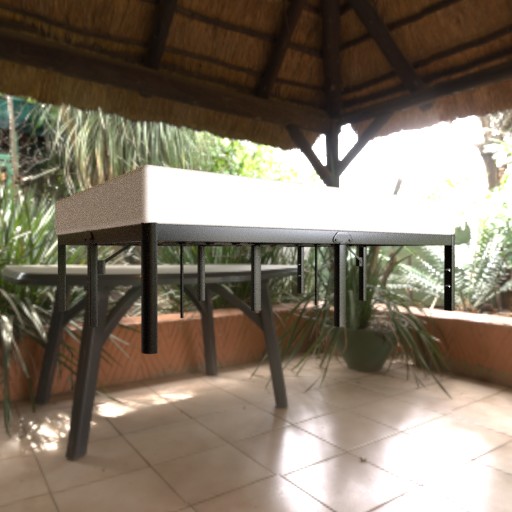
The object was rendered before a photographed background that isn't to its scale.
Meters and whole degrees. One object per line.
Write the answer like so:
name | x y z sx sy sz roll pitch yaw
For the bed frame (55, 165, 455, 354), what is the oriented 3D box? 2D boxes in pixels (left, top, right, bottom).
bed frame | 0.000 0.000 2.653 1.956 0.659 1.408 0 1 -36
